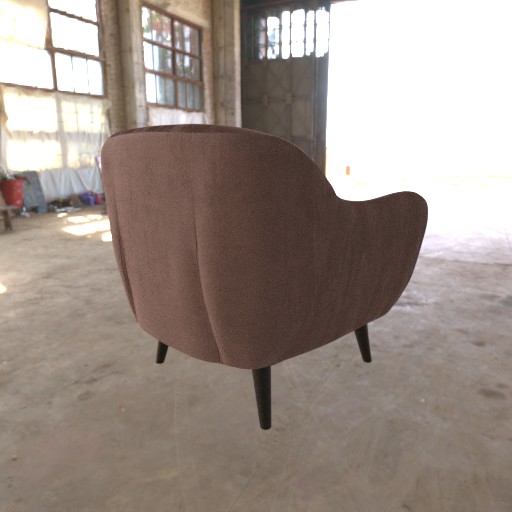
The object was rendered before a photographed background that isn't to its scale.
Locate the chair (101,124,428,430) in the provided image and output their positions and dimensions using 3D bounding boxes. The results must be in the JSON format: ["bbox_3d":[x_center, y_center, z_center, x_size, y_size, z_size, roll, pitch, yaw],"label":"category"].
[{"bbox_3d":[0.000,0.000,1.500,0.820,0.820,0.840,-12,18,-42],"label":"chair"}]
